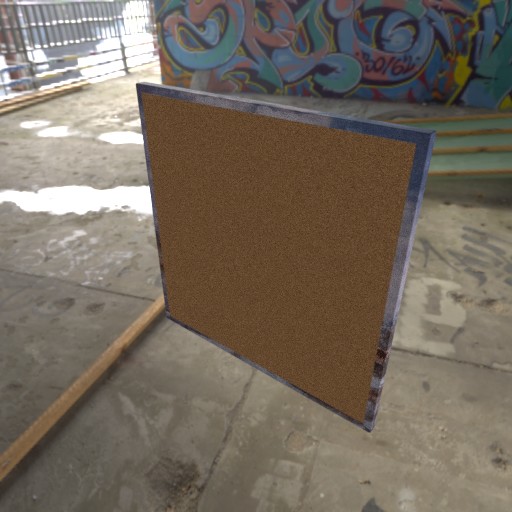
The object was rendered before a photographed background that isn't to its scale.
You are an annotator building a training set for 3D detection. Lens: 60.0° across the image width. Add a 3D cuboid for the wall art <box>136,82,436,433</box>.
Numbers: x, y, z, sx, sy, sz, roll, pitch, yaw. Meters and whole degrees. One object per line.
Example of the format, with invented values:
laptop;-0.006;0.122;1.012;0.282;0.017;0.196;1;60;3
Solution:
wall art;0.000;0.000;1.337;0.888;0.897;0.035;22;37;32
